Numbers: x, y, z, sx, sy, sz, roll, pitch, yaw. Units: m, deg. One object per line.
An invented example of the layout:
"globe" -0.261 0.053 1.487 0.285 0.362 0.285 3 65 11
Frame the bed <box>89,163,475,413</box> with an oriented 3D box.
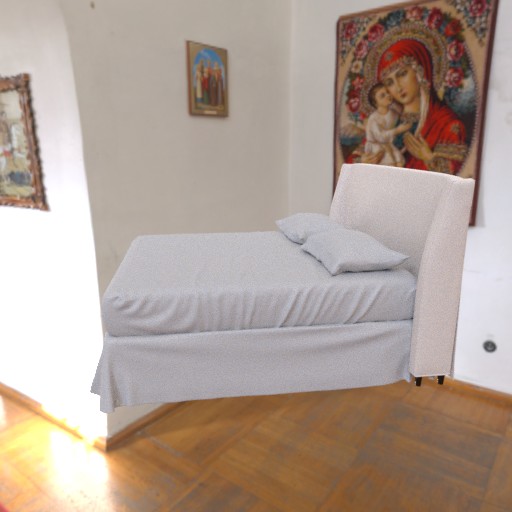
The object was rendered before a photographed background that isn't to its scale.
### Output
"bed" 0.000 0.000 3.421 2.276 1.332 1.925 -2 15 -8
